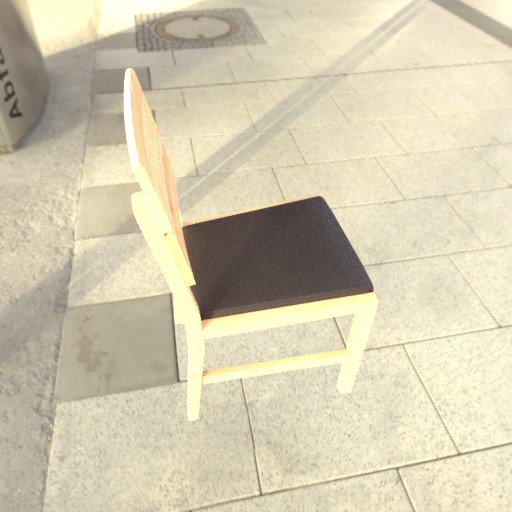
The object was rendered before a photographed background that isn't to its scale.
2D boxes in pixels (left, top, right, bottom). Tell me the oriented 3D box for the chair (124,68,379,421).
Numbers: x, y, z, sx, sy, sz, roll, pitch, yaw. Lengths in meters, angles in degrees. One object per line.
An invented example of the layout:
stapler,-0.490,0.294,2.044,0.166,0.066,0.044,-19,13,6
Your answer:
chair,0.000,0.000,1.269,0.560,0.950,0.475,-10,46,-9
